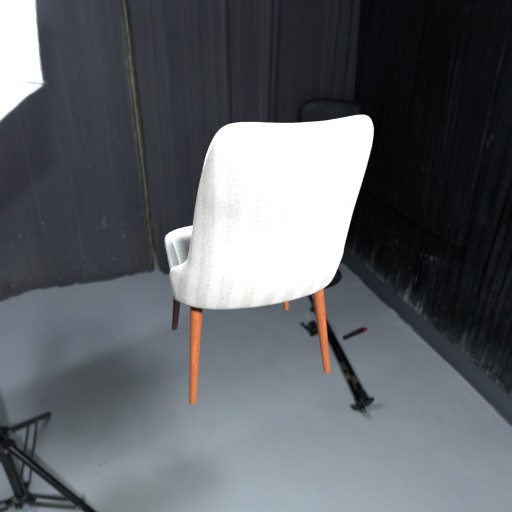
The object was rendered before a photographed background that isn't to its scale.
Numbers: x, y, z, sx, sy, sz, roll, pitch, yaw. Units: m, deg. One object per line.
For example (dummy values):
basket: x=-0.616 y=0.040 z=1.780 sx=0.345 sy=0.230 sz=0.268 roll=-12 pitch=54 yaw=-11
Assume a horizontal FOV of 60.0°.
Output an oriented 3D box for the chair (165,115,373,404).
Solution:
chair: x=0.000 y=0.000 z=1.338 sx=0.526 sy=0.917 sz=0.684 roll=-8 pitch=29 yaw=-15
